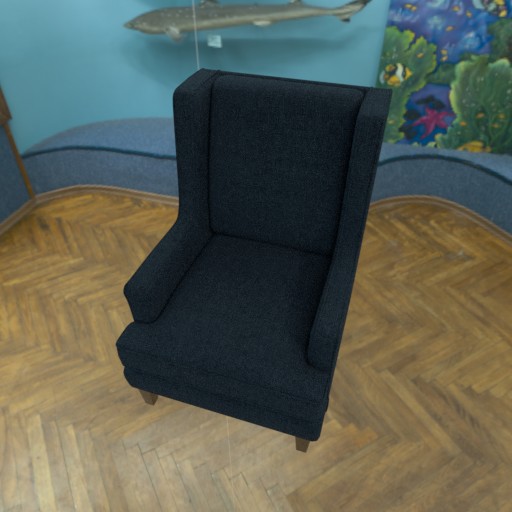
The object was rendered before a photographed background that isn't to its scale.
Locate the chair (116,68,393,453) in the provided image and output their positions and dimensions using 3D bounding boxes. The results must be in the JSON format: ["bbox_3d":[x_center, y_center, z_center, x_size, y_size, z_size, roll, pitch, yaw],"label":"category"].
[{"bbox_3d":[0.000,0.000,1.710,0.764,1.072,0.947,12,42,14],"label":"chair"}]
